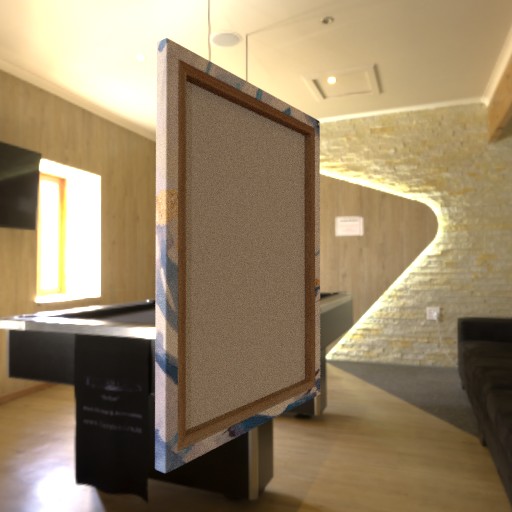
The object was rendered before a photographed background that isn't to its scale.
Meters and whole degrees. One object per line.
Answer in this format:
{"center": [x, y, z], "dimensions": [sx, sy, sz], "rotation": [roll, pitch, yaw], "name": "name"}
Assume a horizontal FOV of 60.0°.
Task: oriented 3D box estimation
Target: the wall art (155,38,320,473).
{"center": [0.000, 0.000, 1.347], "dimensions": [0.038, 1.015, 0.761], "rotation": [-1, -1, 36], "name": "wall art"}
